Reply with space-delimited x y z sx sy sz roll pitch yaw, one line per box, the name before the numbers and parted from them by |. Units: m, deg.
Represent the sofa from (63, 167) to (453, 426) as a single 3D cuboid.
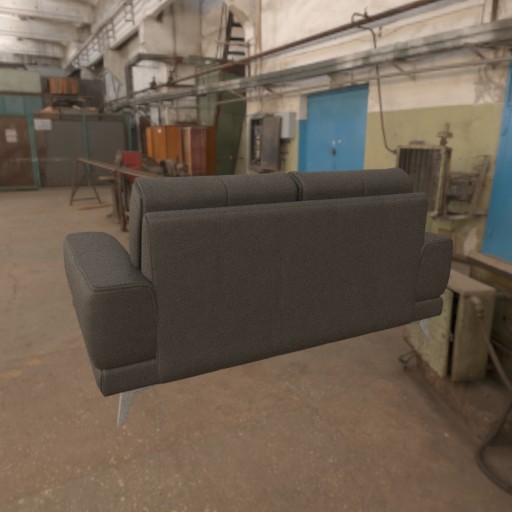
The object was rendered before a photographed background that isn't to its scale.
sofa | 0.000 0.000 2.309 1.806 0.907 1.018 -7 17 -26
